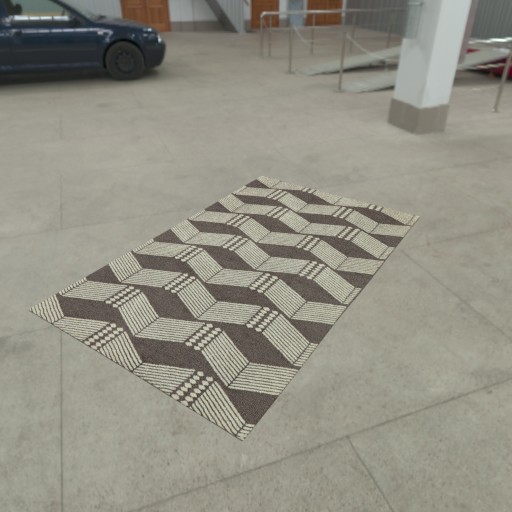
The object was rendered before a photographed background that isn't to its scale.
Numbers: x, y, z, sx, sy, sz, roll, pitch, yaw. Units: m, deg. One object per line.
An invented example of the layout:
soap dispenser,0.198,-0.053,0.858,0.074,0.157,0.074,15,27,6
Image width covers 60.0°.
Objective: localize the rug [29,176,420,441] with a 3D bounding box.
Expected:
rug,0.000,0.000,3.043,1.517,0.011,2.435,20,37,28
